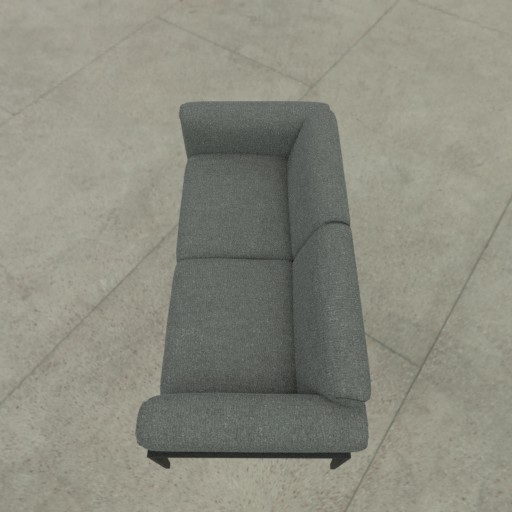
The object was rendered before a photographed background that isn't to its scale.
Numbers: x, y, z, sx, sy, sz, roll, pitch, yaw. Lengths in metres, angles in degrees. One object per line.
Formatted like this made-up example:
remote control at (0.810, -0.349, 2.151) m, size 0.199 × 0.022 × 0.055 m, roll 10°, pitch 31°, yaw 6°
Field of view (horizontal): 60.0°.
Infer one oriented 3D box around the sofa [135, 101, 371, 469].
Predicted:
sofa at (0.000, 0.000, 2.517) m, size 0.985 × 0.703 × 2.125 m, roll 0°, pitch 59°, yaw 0°
